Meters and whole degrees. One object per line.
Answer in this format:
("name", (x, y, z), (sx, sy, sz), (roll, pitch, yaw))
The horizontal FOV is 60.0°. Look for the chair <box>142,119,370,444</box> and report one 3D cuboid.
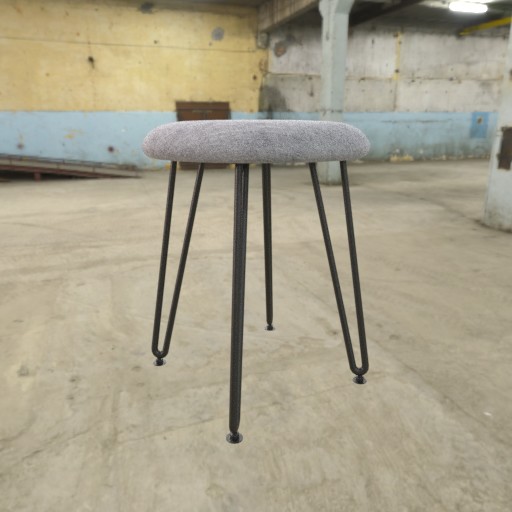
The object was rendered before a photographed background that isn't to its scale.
("chair", (0.000, 0.000, 0.660), (0.350, 0.386, 0.350), (3, 16, 9))
